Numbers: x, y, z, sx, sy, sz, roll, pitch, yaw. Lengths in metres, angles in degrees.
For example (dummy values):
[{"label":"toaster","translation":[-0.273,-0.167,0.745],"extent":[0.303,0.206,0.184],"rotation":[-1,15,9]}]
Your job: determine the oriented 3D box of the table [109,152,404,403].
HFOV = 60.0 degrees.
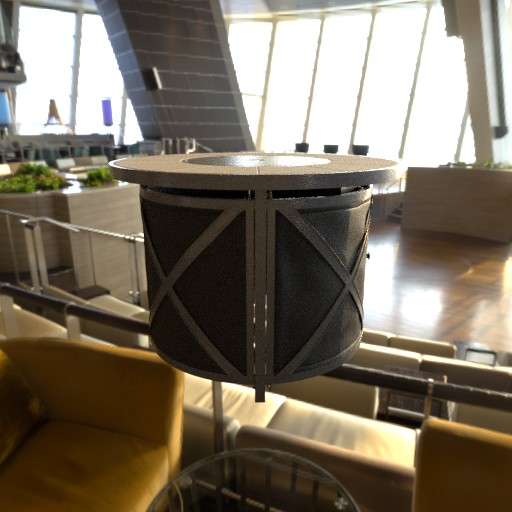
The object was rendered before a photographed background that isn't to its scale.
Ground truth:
[{"label":"table","translation":[0.000,0.000,1.533],"extent":[0.914,0.650,0.914],"rotation":[0,16,0]}]
